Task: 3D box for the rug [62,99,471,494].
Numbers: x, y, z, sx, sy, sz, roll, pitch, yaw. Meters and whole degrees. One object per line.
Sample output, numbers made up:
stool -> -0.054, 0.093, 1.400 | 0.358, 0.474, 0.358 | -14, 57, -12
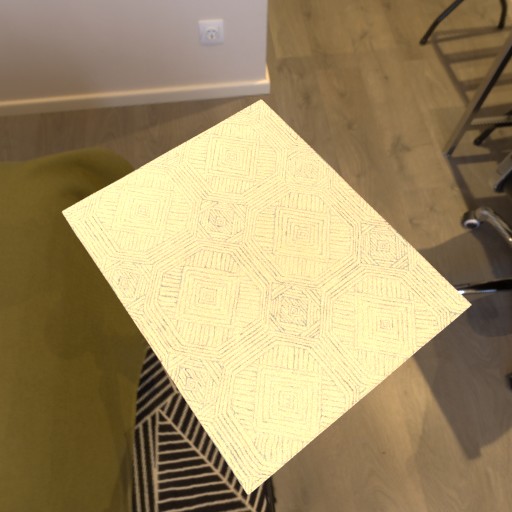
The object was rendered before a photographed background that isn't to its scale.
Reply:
rug -> 0.000, 0.000, 4.110 | 2.457, 0.015, 3.049 | -34, 69, -15
